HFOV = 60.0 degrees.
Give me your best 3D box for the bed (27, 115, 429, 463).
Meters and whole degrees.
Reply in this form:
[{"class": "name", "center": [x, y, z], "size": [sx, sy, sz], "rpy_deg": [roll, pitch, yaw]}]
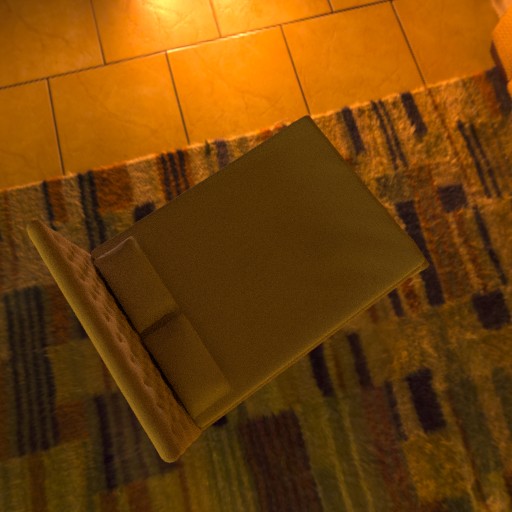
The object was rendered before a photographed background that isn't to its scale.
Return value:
[{"class": "bed", "center": [0.000, 0.000, 3.428], "size": [2.387, 1.427, 1.698], "rpy_deg": [-34, 78, -8]}]
